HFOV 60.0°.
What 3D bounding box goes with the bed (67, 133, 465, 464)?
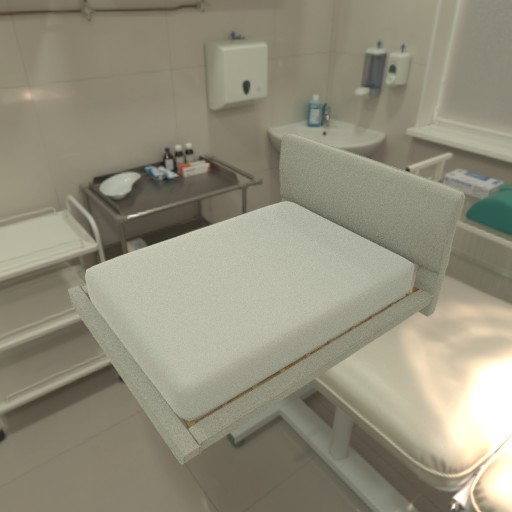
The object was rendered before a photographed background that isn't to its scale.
[{"bbox_3d":[0.000,0.000,3.331,2.368,1.067,1.840,-22,38,-31],"label":"bed"}]
